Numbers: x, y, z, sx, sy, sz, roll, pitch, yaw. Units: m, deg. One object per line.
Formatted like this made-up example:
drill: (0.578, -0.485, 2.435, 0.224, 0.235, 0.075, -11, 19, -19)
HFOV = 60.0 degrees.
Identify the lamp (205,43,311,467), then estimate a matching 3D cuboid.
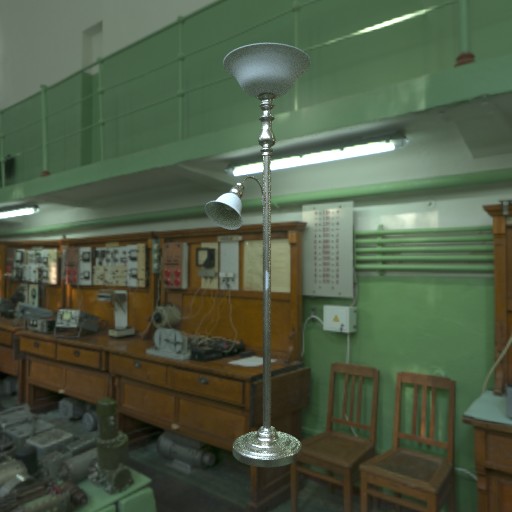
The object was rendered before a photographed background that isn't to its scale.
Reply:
lamp: (0.000, 0.000, 1.976, 0.405, 1.785, 0.575, -1, -2, 36)
